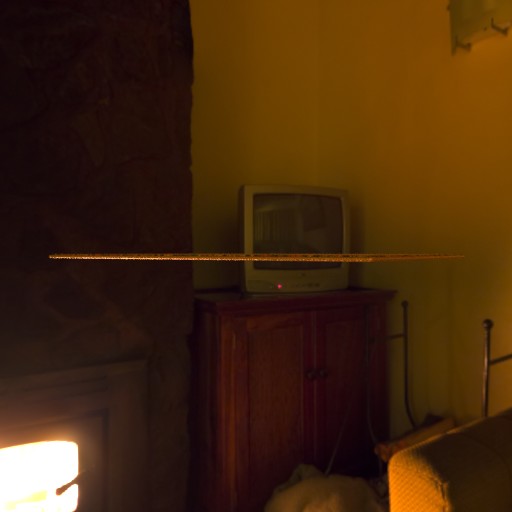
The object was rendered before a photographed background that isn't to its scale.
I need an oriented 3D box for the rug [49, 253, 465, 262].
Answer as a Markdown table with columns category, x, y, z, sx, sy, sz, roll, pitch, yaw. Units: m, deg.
| category | x | y | z | sx | sy | sz | roll | pitch | yaw |
| --- | --- | --- | --- | --- | --- | --- | --- | --- | --- |
| rug | 0.000 | 0.000 | 2.892 | 2.204 | 0.024 | 1.588 | 0 | 1 | 36 |
